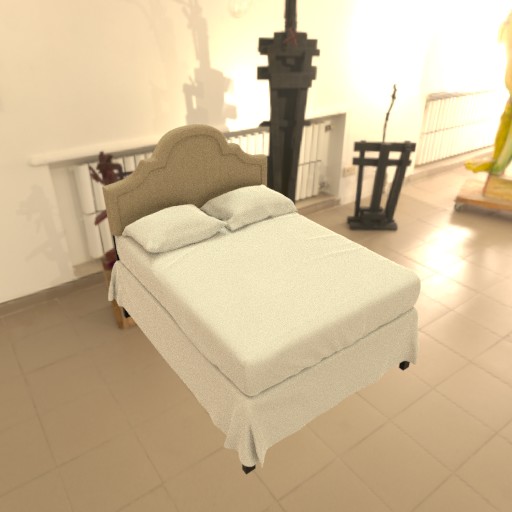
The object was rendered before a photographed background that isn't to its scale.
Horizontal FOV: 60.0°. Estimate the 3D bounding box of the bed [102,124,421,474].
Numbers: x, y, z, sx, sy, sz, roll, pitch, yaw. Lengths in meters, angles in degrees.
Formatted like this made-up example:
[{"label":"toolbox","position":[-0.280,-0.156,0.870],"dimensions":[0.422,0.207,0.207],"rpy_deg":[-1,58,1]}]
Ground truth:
[{"label":"bed","position":[0.000,0.000,3.417],"dimensions":[1.780,1.634,2.222],"rpy_deg":[-20,35,-31]}]
